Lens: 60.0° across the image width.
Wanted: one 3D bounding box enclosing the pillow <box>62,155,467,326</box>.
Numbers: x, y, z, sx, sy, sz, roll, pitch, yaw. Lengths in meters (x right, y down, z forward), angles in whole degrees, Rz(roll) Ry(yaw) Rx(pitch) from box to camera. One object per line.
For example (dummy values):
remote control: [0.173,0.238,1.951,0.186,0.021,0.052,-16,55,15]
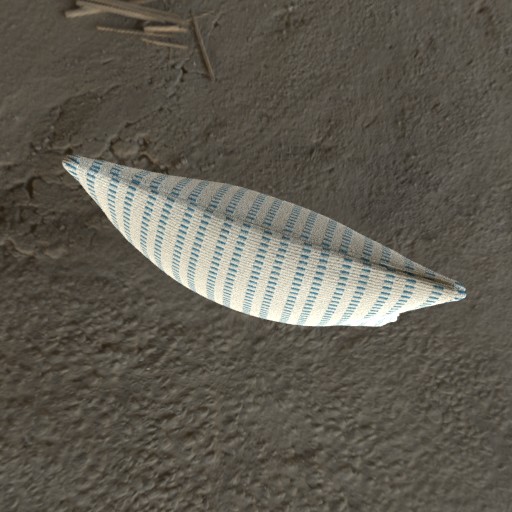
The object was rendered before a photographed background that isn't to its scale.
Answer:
pillow: [0.000,0.000,0.815,0.640,0.353,0.210,19,77,4]
